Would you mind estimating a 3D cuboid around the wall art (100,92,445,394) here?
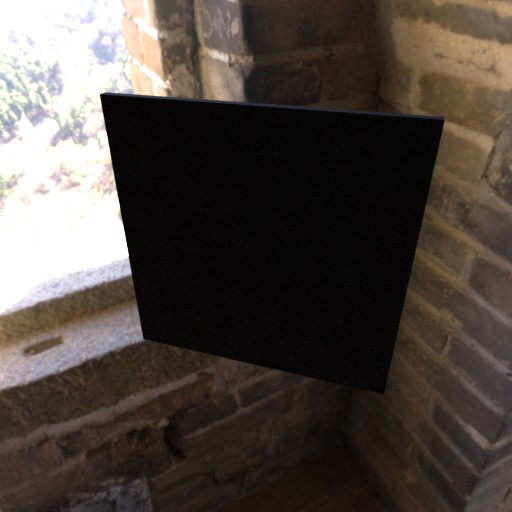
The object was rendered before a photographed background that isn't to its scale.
[{"bbox_3d":[0.000,0.000,0.690,0.456,0.458,0.013,9,33,15],"label":"wall art"}]
